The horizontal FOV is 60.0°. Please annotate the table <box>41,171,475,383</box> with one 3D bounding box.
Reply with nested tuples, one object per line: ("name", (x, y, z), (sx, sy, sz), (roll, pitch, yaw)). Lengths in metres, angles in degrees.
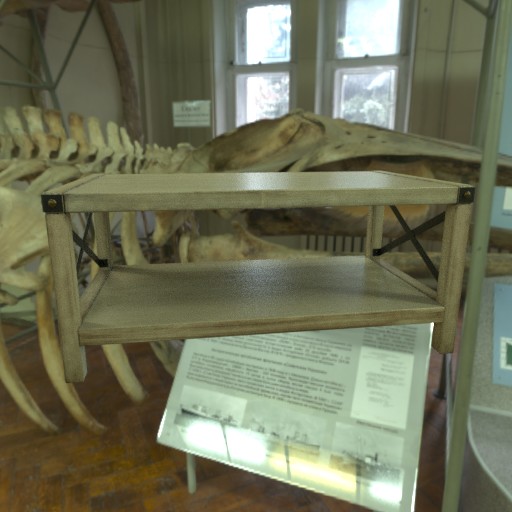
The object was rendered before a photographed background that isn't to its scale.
("table", (0.000, 0.000, 1.323), (1.016, 0.456, 0.559), (-2, 15, -9))
